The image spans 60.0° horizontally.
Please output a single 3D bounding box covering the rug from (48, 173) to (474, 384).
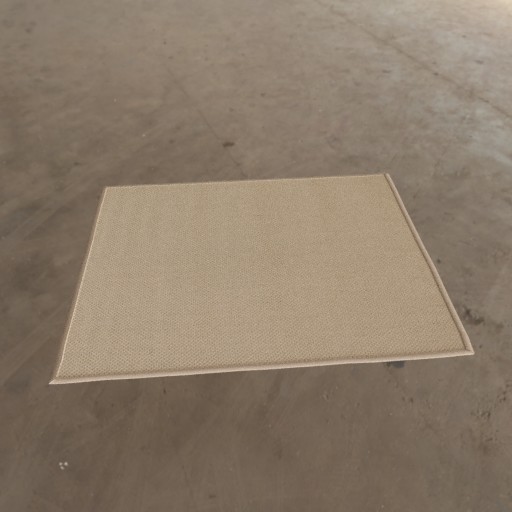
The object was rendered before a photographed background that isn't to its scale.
[{"bbox_3d":[0.000,0.000,2.665,2.081,0.020,1.525,-3,46,-3],"label":"rug"}]
